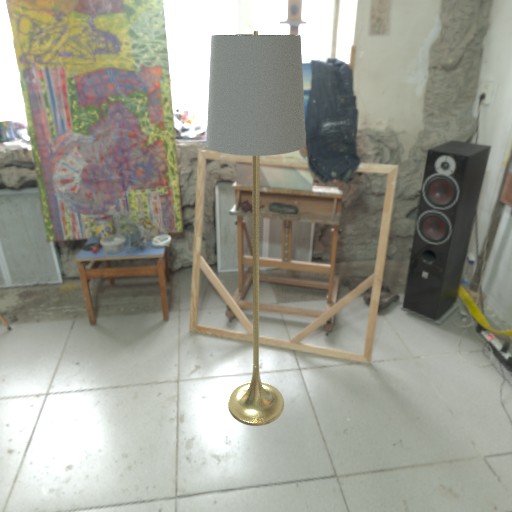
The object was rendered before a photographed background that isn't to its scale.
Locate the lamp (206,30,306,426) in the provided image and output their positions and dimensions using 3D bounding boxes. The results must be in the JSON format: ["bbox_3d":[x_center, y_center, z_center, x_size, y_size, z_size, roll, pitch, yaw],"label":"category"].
[{"bbox_3d":[0.000,0.000,1.703,0.337,1.543,0.337,0,27,0],"label":"lamp"}]
